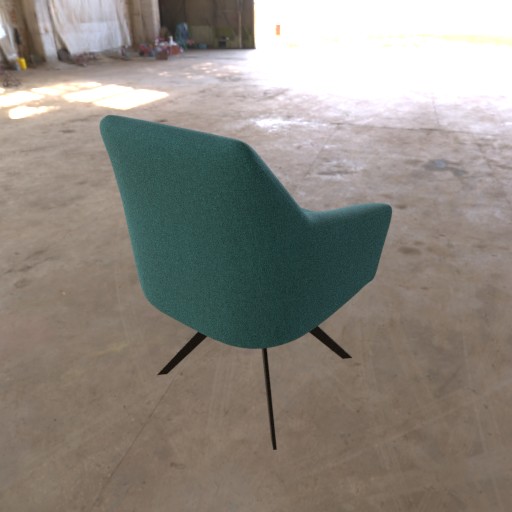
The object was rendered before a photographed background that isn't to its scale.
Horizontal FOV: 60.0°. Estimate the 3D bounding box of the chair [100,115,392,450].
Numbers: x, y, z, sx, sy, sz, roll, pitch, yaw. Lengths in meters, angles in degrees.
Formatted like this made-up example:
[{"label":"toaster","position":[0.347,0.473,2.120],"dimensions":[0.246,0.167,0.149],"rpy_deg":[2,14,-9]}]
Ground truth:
[{"label":"chair","position":[0.000,0.000,1.325],"dimensions":[0.642,0.874,0.677],"rpy_deg":[20,35,32]}]
